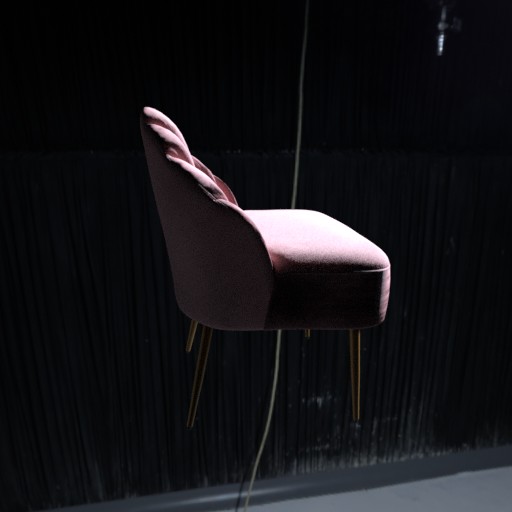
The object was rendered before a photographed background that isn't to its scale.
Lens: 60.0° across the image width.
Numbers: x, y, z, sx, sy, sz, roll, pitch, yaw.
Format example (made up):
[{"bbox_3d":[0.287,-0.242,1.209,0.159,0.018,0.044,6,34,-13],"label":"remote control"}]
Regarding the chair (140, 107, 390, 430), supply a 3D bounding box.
[{"bbox_3d":[0.000,0.000,1.292,0.599,0.819,0.657,-3,16,-9],"label":"chair"}]
